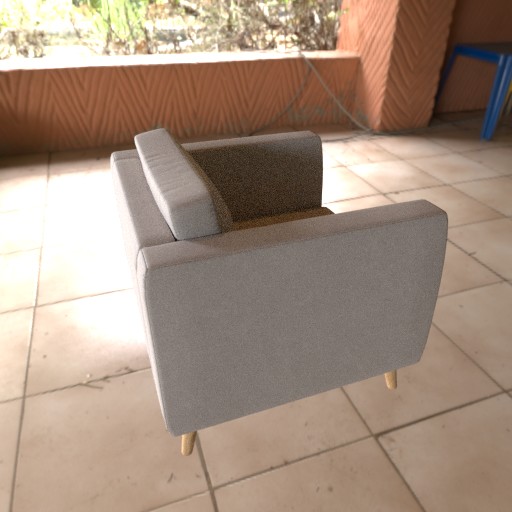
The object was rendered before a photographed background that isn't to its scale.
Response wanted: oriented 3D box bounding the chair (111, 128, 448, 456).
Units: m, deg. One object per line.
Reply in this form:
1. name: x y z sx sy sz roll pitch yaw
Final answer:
1. chair: 0.000 0.000 1.709 0.930 0.860 1.000 -11 33 -17
